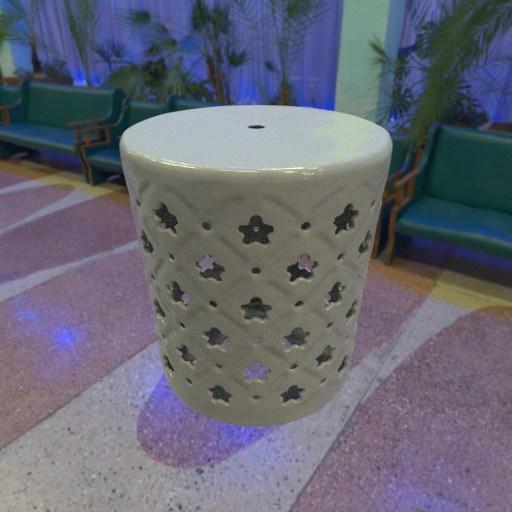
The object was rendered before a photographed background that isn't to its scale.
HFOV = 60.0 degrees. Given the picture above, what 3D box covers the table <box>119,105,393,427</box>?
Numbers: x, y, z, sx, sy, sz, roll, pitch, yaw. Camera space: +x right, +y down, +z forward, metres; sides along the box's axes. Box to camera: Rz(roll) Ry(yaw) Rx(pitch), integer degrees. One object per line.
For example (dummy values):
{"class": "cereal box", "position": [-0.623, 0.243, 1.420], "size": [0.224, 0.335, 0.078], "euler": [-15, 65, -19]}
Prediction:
{"class": "table", "position": [0.000, 0.000, 0.673], "size": [0.352, 0.387, 0.352], "euler": [0, 29, 0]}
